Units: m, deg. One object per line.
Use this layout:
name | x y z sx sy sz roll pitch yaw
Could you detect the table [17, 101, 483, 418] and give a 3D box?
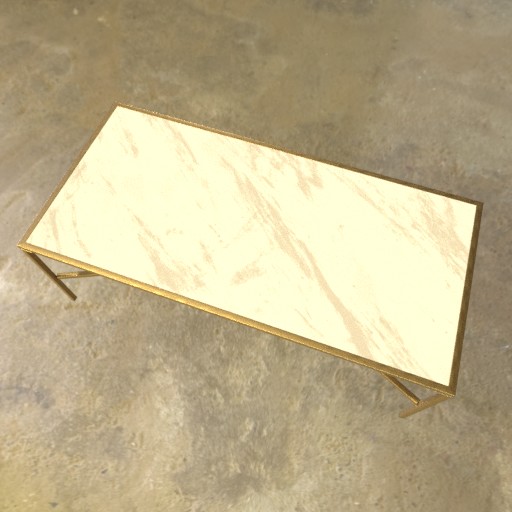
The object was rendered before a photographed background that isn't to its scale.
table | 0.000 0.000 1.431 1.197 0.405 0.577 18 64 9
